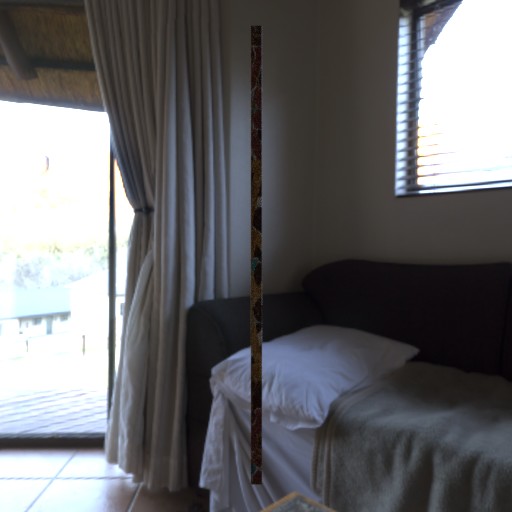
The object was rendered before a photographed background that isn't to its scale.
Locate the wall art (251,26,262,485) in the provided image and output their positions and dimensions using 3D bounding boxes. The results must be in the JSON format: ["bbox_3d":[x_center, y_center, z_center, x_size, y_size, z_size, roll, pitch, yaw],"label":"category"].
[{"bbox_3d":[0.000,0.000,0.594,0.010,0.406,0.404,0,0,0],"label":"wall art"}]
